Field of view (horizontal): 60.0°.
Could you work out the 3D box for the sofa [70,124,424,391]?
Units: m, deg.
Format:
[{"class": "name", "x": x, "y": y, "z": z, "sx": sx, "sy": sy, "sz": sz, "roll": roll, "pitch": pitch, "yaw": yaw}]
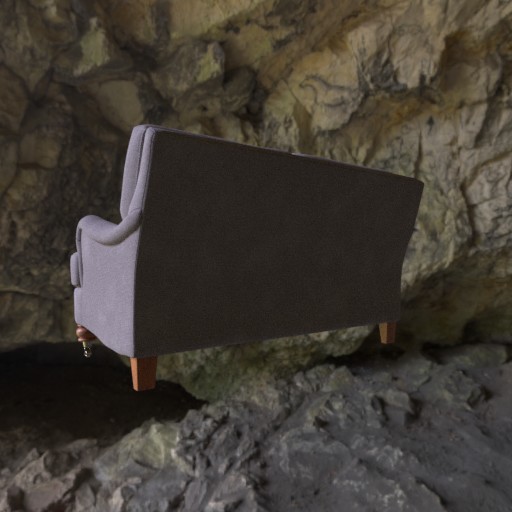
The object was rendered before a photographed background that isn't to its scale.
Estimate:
[{"class": "sofa", "x": 0.000, "y": 0.000, "z": 2.572, "sx": 1.853, "sy": 1.101, "sz": 1.084, "roll": 0, "pitch": 0, "yaw": -38}]
